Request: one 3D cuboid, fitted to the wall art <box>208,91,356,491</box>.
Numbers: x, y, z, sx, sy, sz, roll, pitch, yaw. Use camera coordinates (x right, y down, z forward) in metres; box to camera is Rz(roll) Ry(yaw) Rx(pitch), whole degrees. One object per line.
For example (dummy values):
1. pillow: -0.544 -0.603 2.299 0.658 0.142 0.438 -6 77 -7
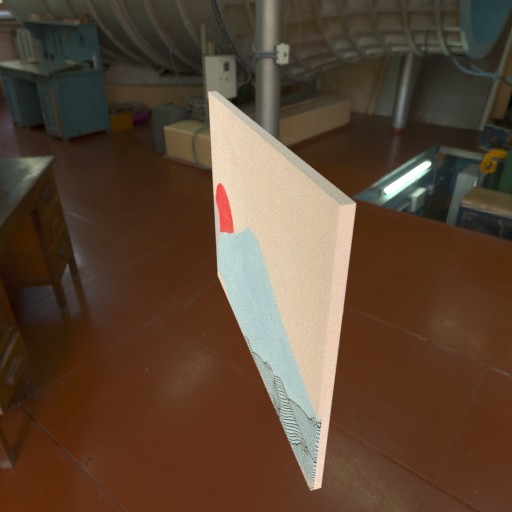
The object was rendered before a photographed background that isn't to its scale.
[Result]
1. wall art: 0.000 0.000 1.579 0.042 0.912 1.219 -9 31 -15
